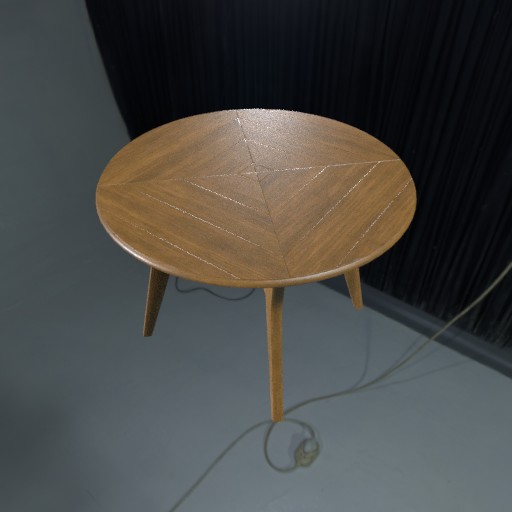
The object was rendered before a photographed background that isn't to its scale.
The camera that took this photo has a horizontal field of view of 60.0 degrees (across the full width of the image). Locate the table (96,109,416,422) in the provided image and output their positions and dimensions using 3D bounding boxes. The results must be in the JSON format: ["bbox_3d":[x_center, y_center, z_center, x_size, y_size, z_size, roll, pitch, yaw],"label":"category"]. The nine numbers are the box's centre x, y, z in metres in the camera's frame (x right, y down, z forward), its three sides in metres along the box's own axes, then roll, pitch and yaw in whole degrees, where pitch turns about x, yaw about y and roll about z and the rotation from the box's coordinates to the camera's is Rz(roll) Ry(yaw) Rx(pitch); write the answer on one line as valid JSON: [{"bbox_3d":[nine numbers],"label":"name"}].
[{"bbox_3d":[0.000,0.000,1.751,1.055,0.757,1.055,0,41,0],"label":"table"}]
